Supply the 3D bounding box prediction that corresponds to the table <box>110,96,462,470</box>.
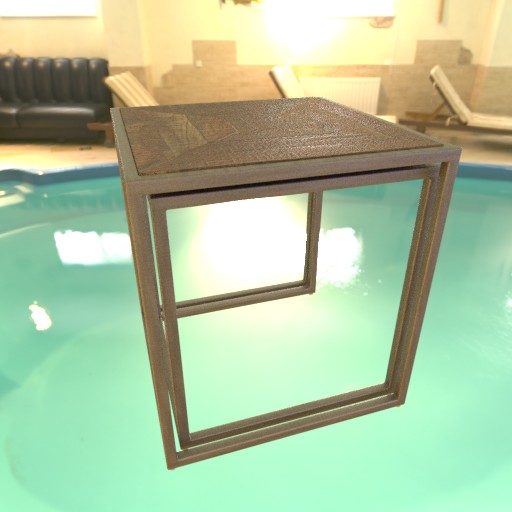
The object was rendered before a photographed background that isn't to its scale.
[{"bbox_3d":[0.000,0.000,0.851,0.449,0.500,0.450,-9,30,-16],"label":"table"}]
